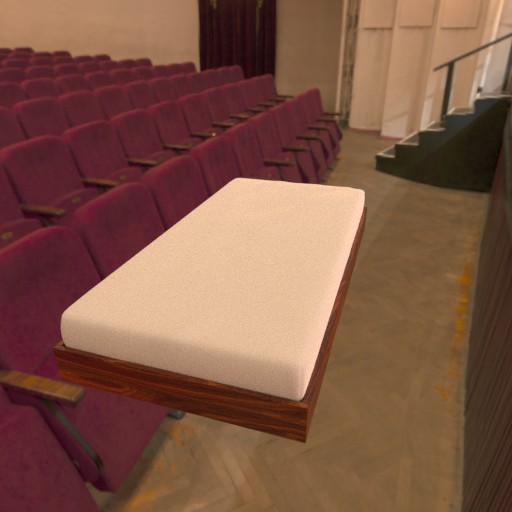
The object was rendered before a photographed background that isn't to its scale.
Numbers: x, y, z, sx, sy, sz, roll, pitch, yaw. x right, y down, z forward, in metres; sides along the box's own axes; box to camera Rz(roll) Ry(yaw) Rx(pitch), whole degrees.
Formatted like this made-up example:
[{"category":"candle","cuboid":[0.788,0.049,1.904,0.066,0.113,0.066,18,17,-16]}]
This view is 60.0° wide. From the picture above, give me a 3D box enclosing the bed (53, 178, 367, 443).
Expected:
[{"category":"bed","cuboid":[0.000,0.000,2.265,0.940,0.312,1.860,8,28,16]}]
